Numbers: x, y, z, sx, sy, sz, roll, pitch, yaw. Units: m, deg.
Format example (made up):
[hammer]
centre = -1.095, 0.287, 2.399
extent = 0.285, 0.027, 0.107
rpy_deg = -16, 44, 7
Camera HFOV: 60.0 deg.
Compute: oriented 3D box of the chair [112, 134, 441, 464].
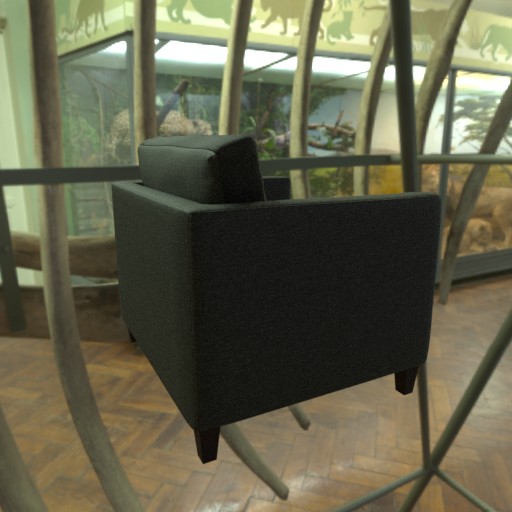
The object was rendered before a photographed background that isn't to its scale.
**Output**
[chair]
centre = 0.000, 0.000, 1.826
extent = 0.959, 0.963, 1.107
rpy_deg = -7, 15, -27
